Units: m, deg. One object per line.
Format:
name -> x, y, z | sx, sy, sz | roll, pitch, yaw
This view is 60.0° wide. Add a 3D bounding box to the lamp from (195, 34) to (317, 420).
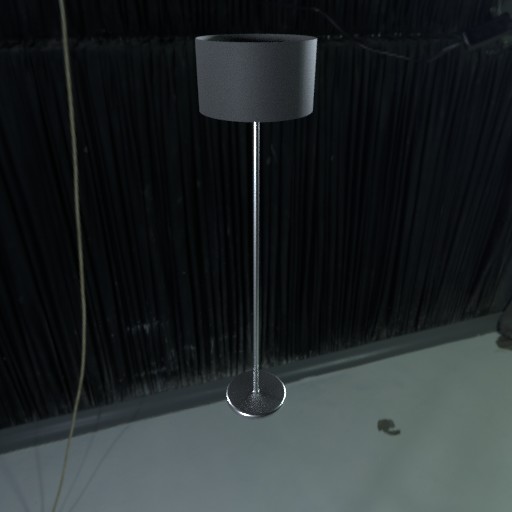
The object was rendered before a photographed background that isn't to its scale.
lamp -> 0.000, 0.000, 1.630 | 0.348, 1.443, 0.348 | -11, 32, -18
